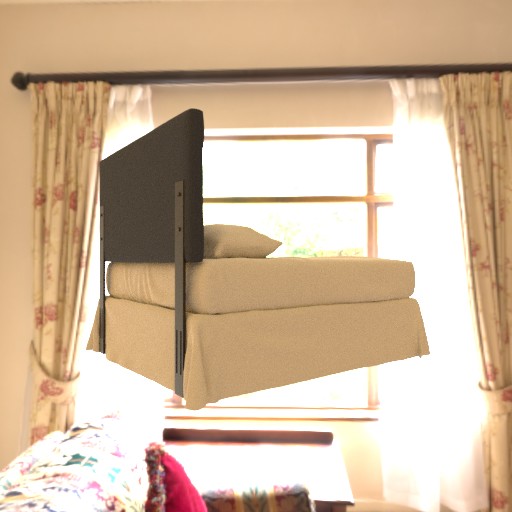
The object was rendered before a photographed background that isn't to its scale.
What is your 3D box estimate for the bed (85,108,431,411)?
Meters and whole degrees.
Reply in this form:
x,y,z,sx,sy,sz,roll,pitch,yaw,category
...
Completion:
x,y,z,sx,sy,sz,roll,pitch,yaw,category
0.000,0.000,3.618,2.222,1.577,1.936,0,-1,-36,bed
